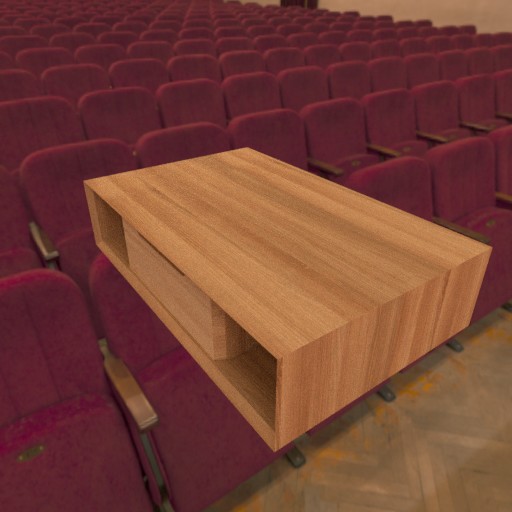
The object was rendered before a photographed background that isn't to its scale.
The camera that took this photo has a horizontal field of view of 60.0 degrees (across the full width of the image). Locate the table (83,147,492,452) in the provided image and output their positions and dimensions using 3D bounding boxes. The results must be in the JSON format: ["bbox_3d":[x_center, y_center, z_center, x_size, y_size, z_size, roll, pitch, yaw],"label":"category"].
[{"bbox_3d":[0.000,0.000,1.426,0.700,0.330,1.100,-20,35,-30],"label":"table"}]
